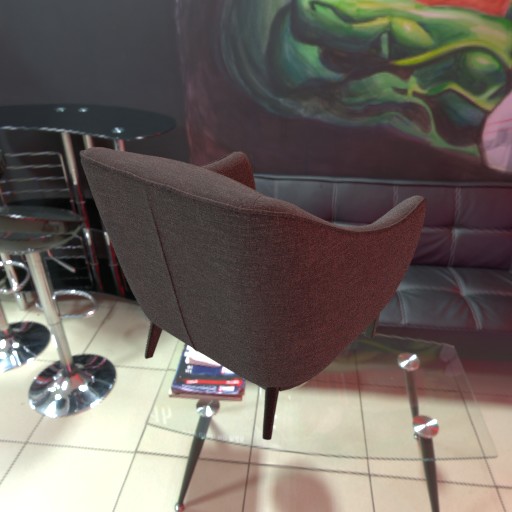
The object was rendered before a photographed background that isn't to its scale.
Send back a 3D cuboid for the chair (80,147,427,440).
[{"bbox_3d":[0.000,0.000,1.547,0.870,0.829,0.851,22,37,33],"label":"chair"}]
